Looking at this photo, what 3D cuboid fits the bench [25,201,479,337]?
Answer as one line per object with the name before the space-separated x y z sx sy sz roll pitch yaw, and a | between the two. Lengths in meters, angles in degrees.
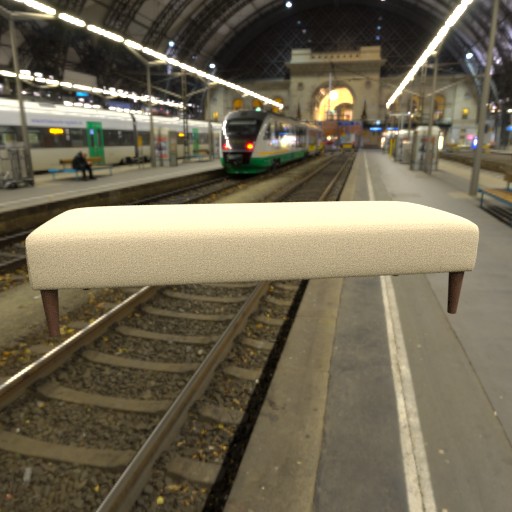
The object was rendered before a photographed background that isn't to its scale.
bench | 0.000 0.000 1.866 1.609 0.393 0.646 -2 15 -8
